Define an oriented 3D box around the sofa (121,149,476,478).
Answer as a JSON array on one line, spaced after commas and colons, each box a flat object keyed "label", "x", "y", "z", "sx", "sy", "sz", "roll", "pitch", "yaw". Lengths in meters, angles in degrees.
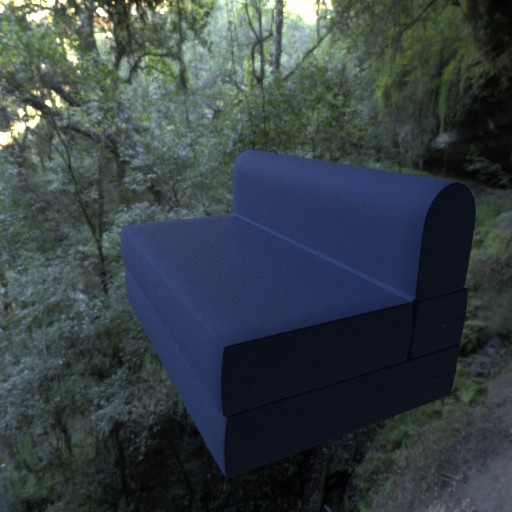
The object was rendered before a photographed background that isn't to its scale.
[{"label": "sofa", "x": 0.000, "y": 0.000, "z": 1.614, "sx": 0.762, "sy": 0.660, "sz": 1.219, "roll": -9, "pitch": 20, "yaw": -25}]
